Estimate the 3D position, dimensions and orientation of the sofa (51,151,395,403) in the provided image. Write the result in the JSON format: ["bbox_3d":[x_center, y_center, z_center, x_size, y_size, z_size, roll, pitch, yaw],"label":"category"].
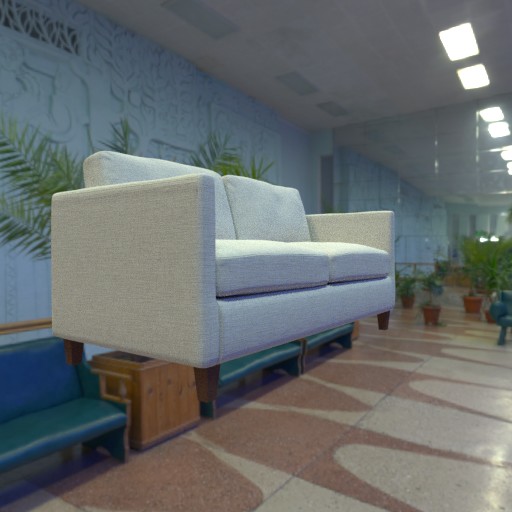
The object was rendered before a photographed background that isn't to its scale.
[{"bbox_3d":[0.000,0.000,2.424,0.950,0.963,1.838,1,1,36],"label":"sofa"}]
